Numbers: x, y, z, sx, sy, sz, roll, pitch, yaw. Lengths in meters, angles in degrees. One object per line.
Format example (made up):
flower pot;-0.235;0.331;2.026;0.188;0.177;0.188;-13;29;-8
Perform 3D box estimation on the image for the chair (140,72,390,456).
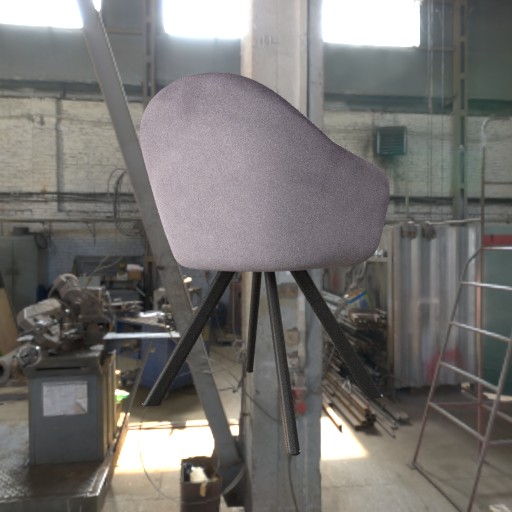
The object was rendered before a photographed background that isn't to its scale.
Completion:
chair;0.000;0.000;1.154;0.570;0.780;0.540;1;1;37
